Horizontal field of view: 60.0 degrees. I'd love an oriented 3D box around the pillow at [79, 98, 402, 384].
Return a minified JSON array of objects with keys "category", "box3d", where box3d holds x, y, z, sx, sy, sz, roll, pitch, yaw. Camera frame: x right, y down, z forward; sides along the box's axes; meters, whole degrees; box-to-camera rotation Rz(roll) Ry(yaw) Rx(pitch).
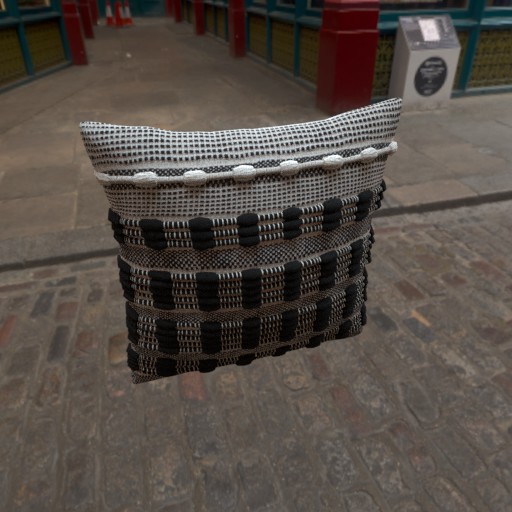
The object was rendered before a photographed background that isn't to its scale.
[{"category":"pillow","box3d":[0.000,0.000,0.679,0.436,0.438,0.156,-9,33,-14]}]
